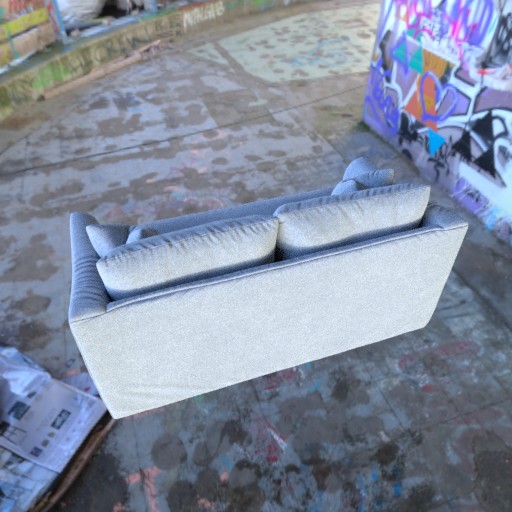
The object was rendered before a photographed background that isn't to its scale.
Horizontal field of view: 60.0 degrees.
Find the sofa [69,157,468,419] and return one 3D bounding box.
[{"bbox_3d":[0.000,0.000,2.649,2.010,1.018,1.072,-13,43,-14],"label":"sofa"}]
